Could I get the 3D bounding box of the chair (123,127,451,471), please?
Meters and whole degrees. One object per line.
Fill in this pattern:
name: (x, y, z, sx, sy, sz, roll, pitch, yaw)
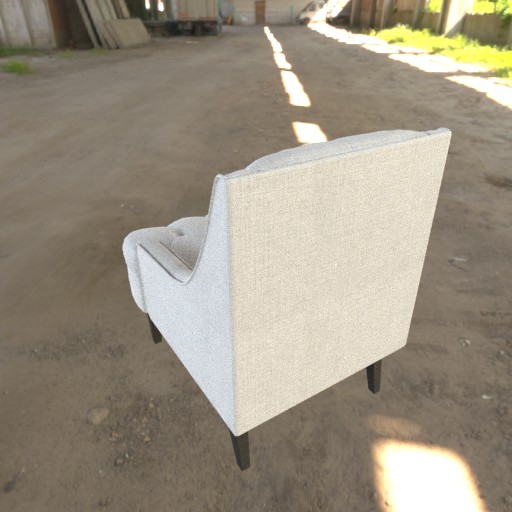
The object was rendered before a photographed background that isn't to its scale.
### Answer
chair: (0.000, 0.000, 1.408, 0.658, 0.891, 0.772, -18, 34, -28)
